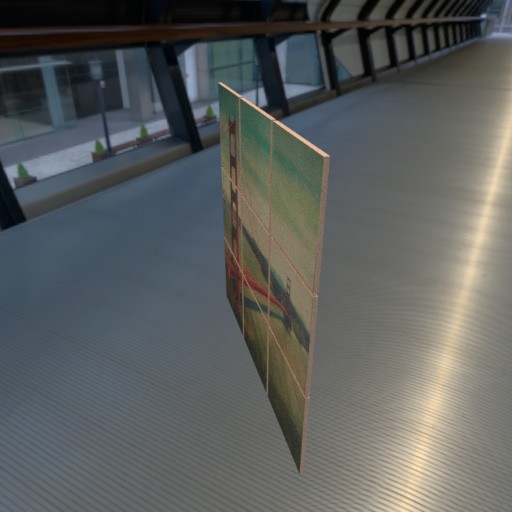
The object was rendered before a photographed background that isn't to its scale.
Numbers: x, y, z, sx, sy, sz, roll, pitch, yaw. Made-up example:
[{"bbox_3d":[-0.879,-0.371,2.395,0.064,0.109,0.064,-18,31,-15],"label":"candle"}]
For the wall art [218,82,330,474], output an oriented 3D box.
[{"bbox_3d":[0.000,0.000,1.406,0.012,0.910,0.917,-8,30,-14],"label":"wall art"}]
